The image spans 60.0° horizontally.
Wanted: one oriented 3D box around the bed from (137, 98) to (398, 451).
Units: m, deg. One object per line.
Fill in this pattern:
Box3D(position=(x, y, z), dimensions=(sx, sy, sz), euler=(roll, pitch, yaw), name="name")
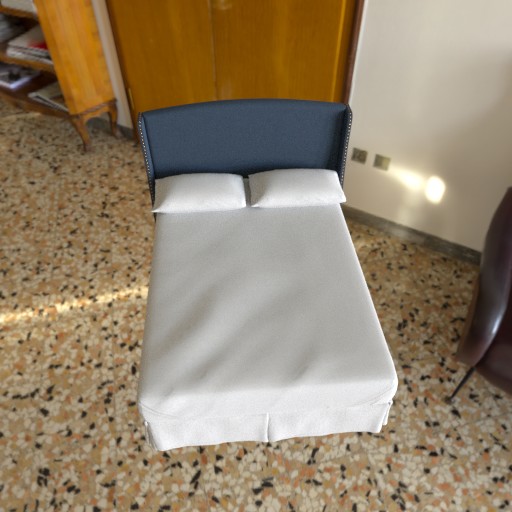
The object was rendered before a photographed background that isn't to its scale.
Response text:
Box3D(position=(0.000, 0.000, 3.295), dimensions=(1.710, 1.407, 2.237), euler=(-3, 46, -3), name="bed")
